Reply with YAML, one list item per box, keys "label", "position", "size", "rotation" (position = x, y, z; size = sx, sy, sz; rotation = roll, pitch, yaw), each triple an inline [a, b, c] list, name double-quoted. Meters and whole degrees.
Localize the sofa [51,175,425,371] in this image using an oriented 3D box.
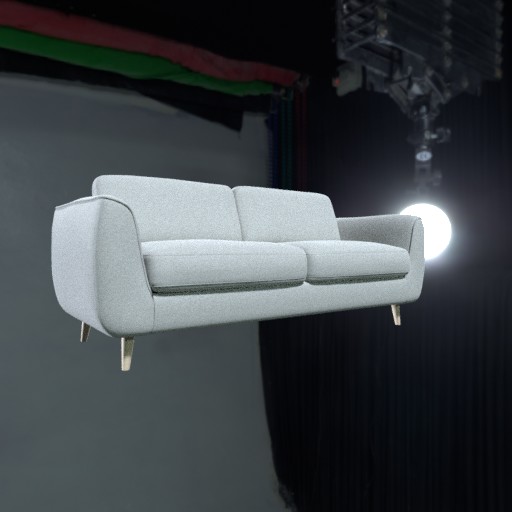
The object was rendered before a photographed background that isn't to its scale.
- label: "sofa"
  position: [0.000, 0.000, 2.468]
  size: [2.000, 0.850, 0.920]
  rotation: [-1, 2, -35]
